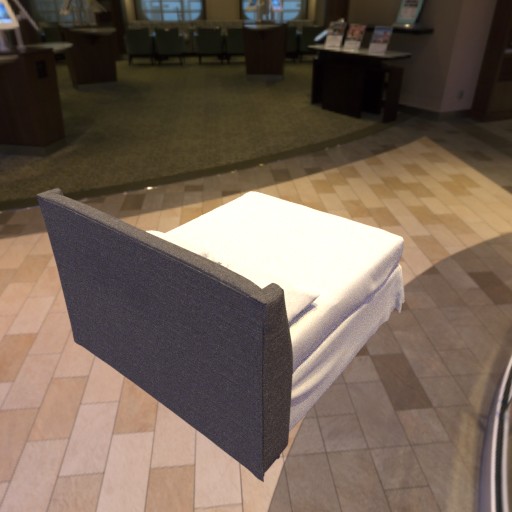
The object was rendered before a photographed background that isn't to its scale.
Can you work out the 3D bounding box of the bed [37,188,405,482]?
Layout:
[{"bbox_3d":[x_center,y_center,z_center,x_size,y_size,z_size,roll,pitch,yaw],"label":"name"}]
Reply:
[{"bbox_3d":[0.000,0.000,3.472,1.925,1.332,2.276,22,37,32],"label":"bed"}]
